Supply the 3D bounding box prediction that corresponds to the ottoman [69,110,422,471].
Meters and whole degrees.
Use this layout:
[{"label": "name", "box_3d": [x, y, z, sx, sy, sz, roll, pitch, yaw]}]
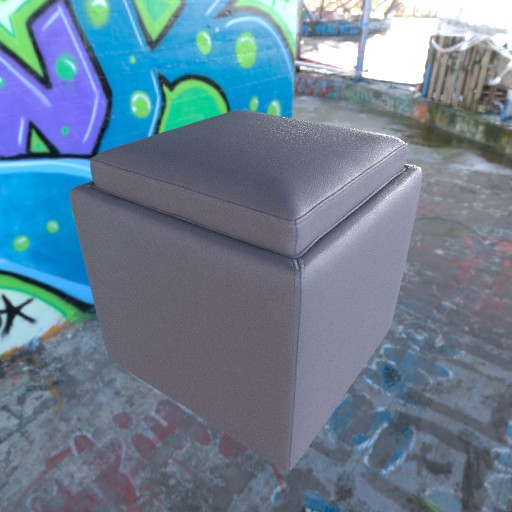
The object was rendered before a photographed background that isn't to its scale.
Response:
[{"label": "ottoman", "box_3d": [0.000, 0.000, 0.835, 0.451, 0.460, 0.450, 20, 37, 30]}]
